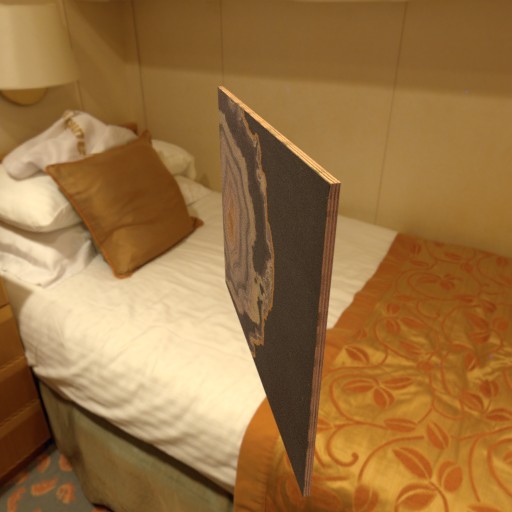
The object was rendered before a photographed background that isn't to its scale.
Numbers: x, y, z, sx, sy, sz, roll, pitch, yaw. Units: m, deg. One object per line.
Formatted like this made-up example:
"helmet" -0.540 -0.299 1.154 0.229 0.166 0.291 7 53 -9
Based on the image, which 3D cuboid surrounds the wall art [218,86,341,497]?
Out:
"wall art" 0.000 0.000 0.665 0.010 0.408 0.508 -7 30 -12
